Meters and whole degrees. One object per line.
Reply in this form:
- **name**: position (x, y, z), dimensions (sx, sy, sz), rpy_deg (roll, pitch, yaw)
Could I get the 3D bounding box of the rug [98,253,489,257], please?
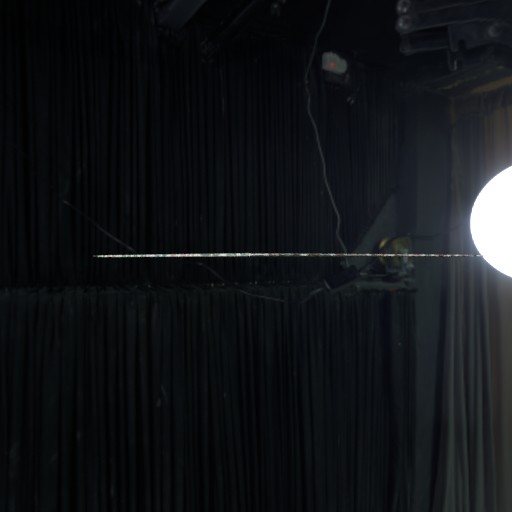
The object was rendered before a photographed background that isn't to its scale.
- **rug**: position (0.000, 0.000, 2.318), dimensions (1.219, 0.010, 1.829), rpy_deg (0, 0, -35)
